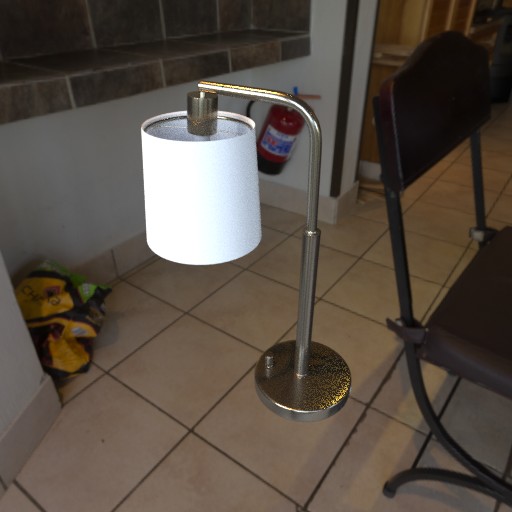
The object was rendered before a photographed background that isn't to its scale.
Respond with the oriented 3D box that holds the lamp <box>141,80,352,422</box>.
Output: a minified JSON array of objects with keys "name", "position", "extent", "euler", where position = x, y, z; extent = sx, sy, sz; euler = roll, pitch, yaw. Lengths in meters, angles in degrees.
[{"name":"lamp","position":[0.000,0.000,0.662],"extent":[0.333,0.489,0.171],"euler":[9,33,15]}]
